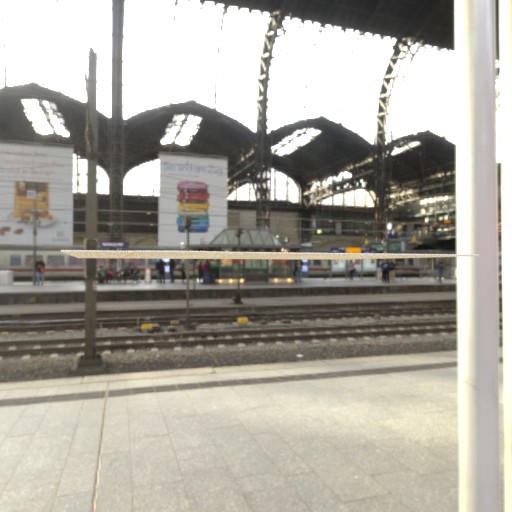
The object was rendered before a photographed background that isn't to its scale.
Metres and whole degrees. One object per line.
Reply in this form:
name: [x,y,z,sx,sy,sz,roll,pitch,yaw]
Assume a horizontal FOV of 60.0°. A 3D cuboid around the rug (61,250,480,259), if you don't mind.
rug: [0.000,0.000,2.375,1.825,0.015,1.232,0,-1,-19]
